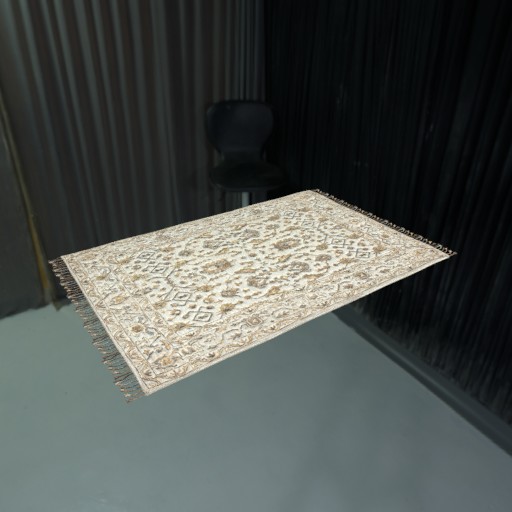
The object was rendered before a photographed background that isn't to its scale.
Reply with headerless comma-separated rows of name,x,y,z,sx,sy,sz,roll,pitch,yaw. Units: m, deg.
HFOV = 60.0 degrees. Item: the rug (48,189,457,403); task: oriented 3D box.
rug,0.000,0.000,3.094,2.434,0.027,1.529,-19,35,-29
